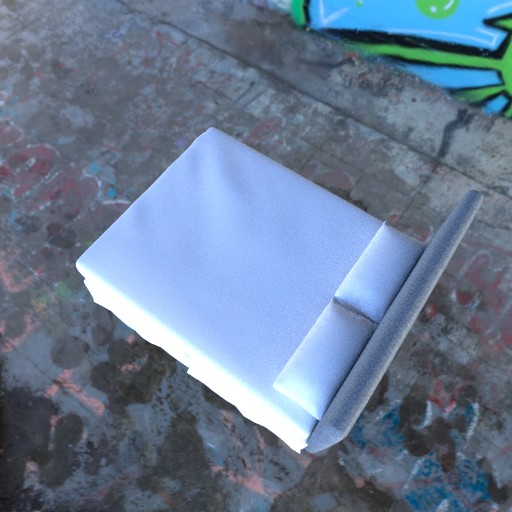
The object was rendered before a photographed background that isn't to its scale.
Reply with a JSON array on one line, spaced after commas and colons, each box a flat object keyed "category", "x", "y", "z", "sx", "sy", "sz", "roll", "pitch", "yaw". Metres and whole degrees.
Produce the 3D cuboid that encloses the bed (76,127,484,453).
[{"category": "bed", "x": 0.000, "y": 0.000, "z": 3.137, "sx": 2.142, "sy": 1.330, "sz": 1.723, "roll": 33, "pitch": 68, "yaw": 15}]
